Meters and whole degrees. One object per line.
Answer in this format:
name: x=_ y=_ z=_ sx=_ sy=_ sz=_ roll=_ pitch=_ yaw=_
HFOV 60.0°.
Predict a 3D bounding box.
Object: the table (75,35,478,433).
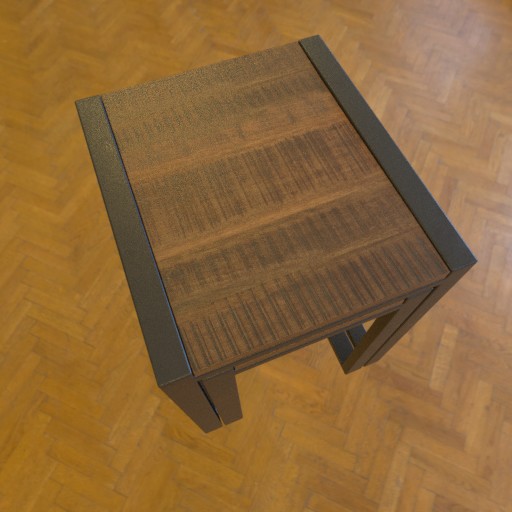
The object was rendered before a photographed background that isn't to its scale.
table: x=0.000 y=0.000 z=0.910 sx=0.449 sy=0.550 sz=0.500 roll=-20 pitch=65 yaw=-10
